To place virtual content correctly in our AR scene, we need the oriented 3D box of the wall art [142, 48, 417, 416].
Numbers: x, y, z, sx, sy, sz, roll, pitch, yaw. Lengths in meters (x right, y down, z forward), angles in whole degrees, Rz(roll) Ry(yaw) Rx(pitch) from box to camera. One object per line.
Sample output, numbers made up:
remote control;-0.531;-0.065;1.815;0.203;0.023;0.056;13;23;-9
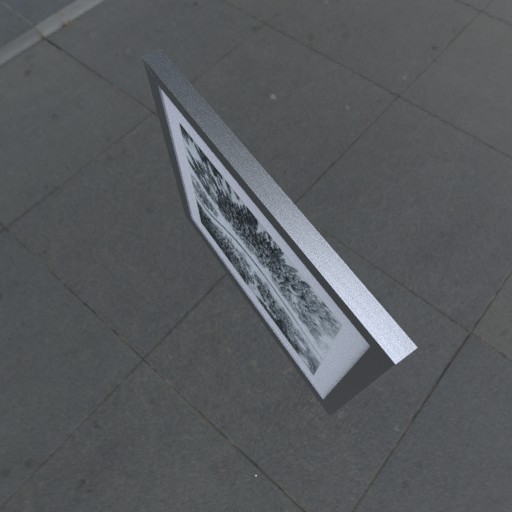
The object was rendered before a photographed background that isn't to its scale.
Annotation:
wall art;0.000;0.000;0.770;0.032;0.456;0.557;-32;68;-15
